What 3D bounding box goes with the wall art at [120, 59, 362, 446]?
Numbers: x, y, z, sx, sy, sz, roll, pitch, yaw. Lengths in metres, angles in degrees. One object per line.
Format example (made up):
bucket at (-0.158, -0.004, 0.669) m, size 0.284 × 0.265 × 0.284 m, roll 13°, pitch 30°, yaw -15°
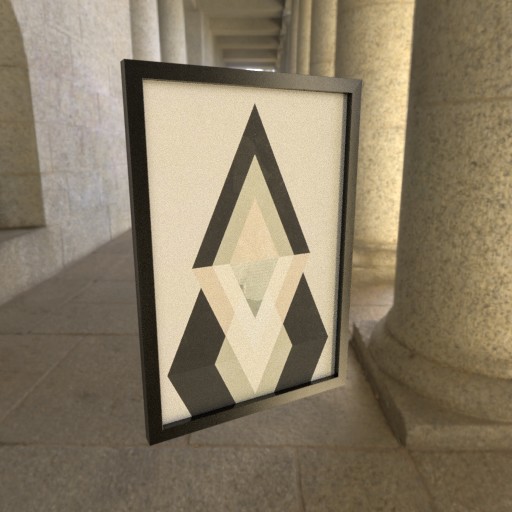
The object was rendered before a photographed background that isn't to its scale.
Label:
wall art at (0.000, 0.000, 0.586) m, size 0.314 × 0.455 × 0.019 m, roll -7°, pitch 16°, yaw -27°
